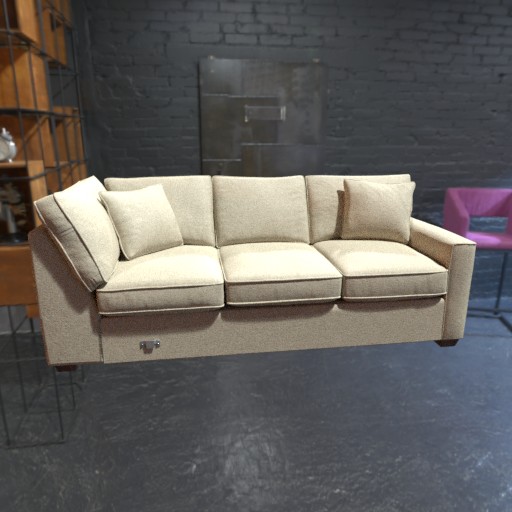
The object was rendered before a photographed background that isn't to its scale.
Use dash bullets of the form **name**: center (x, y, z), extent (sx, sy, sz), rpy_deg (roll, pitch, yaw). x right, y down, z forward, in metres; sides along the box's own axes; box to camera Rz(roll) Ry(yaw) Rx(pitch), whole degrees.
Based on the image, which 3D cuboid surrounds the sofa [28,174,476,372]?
- **sofa**: center (0.000, 0.000, 2.763), extent (2.323, 0.948, 1.053), rpy_deg (-2, 16, -8)
